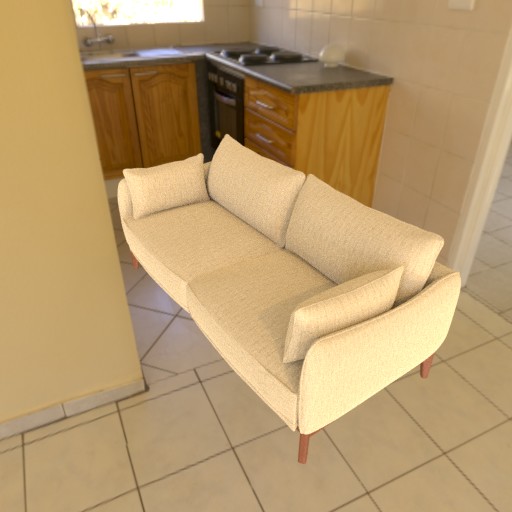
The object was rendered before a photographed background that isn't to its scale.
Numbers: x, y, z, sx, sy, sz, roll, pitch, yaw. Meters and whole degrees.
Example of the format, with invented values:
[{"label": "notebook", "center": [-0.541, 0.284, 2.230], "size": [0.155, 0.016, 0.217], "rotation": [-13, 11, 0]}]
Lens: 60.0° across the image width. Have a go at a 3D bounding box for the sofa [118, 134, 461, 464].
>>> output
[{"label": "sofa", "center": [0.000, 0.000, 2.562], "size": [0.991, 0.860, 1.989], "rotation": [-21, 38, -29]}]
